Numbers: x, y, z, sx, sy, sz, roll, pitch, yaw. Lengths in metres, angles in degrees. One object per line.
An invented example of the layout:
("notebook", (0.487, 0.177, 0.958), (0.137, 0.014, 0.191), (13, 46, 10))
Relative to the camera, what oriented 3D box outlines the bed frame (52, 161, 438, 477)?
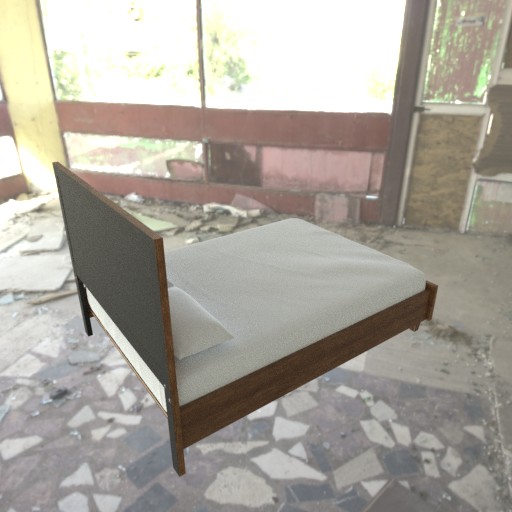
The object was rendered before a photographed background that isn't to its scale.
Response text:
("bed frame", (0.000, 0.000, 3.359), (2.276, 1.417, 1.696), (-17, 30, -32))
